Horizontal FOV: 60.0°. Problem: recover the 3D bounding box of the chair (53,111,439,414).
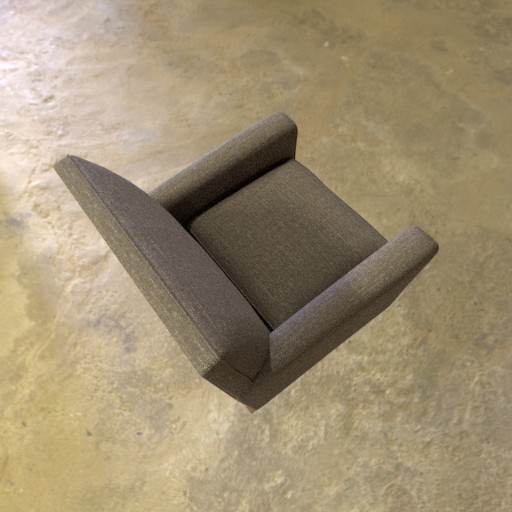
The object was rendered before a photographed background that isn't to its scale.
[{"bbox_3d":[0.000,0.000,1.598,0.875,0.885,0.838,-33,63,-19],"label":"chair"}]
